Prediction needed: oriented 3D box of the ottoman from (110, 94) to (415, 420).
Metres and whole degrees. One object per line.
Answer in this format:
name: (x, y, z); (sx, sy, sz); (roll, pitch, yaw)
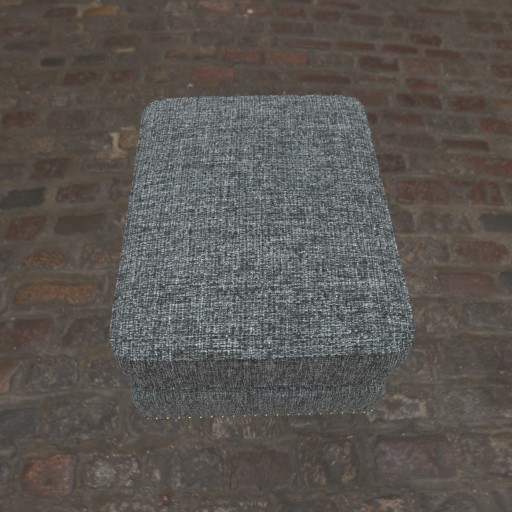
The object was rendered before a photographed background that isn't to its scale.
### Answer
ottoman: (0.000, 0.000, 1.148); (0.589, 0.537, 0.738); (-1, 58, -1)
